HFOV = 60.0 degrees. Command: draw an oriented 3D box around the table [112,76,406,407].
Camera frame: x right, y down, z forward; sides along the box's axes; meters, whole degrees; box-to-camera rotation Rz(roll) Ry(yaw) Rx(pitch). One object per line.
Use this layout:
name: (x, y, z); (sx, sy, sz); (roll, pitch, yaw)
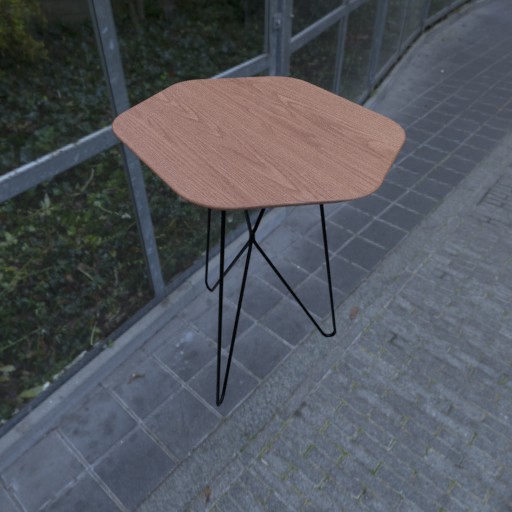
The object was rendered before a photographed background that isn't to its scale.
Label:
table: (0.000, 0.000, 0.906); (0.400, 0.562, 0.500); (-25, 46, -26)
